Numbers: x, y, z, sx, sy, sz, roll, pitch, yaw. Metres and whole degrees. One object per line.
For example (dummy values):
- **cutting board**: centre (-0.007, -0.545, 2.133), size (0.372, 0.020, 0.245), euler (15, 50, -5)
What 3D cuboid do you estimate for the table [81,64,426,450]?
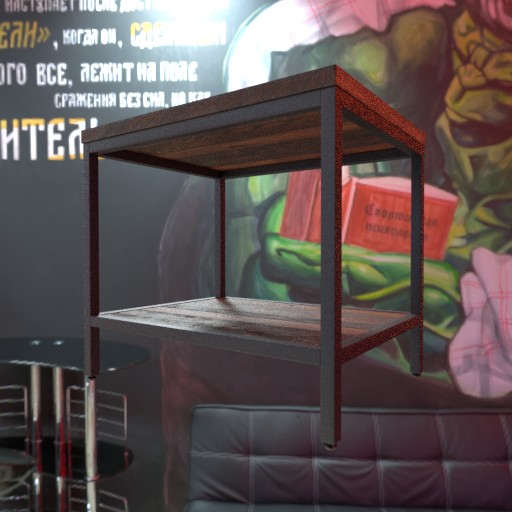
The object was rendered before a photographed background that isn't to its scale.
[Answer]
- **table**: centre (0.000, 0.000, 1.104), size (0.678, 0.612, 0.524), euler (1, 1, 35)
